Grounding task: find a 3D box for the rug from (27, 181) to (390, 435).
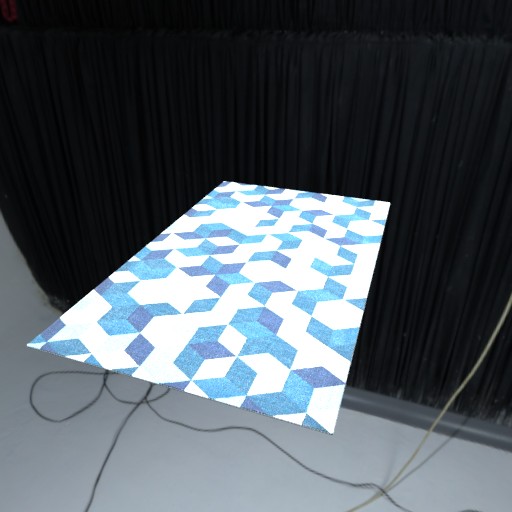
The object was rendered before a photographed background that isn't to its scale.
[{"bbox_3d":[0.000,0.000,2.948,1.518,0.015,2.438,10,31,17],"label":"rug"}]
